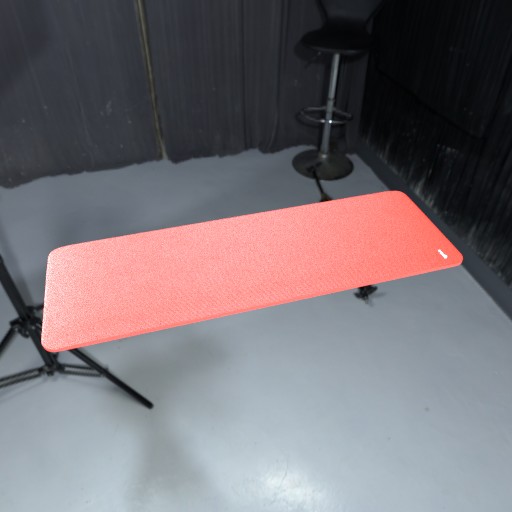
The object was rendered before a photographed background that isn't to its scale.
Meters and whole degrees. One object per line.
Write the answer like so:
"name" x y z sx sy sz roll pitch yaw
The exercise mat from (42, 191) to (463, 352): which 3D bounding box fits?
"exercise mat" 0.000 0.000 2.075 1.869 0.021 0.616 -11 43 -12
